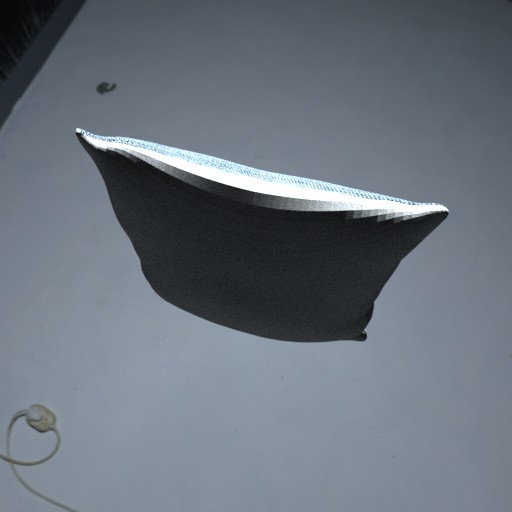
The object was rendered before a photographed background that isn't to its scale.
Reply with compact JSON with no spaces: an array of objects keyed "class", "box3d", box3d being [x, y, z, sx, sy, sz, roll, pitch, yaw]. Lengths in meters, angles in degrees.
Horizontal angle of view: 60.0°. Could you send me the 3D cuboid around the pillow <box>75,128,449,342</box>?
[{"class":"pillow","box3d":[0.000,0.000,0.679,0.440,0.441,0.182,14,64,7]}]
